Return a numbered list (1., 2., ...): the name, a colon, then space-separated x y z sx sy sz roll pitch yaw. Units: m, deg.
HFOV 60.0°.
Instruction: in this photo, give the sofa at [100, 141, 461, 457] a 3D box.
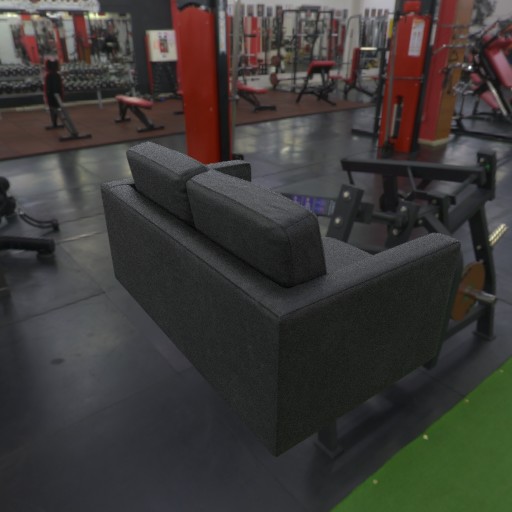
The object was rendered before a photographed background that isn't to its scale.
1. sofa: 0.000 0.000 2.001 0.879 0.899 1.430 -18 32 -31
